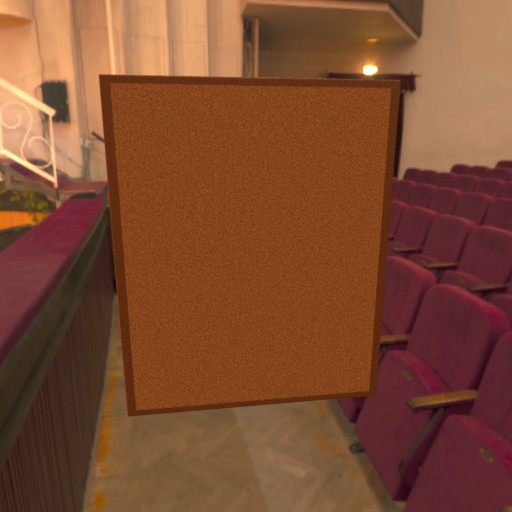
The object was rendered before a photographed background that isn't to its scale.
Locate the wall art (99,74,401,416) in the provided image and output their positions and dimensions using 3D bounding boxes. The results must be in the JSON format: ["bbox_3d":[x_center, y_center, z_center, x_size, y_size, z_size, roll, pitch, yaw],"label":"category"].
[{"bbox_3d":[0.000,0.000,0.505,0.310,0.379,0.015,-2,15,-8],"label":"wall art"}]
